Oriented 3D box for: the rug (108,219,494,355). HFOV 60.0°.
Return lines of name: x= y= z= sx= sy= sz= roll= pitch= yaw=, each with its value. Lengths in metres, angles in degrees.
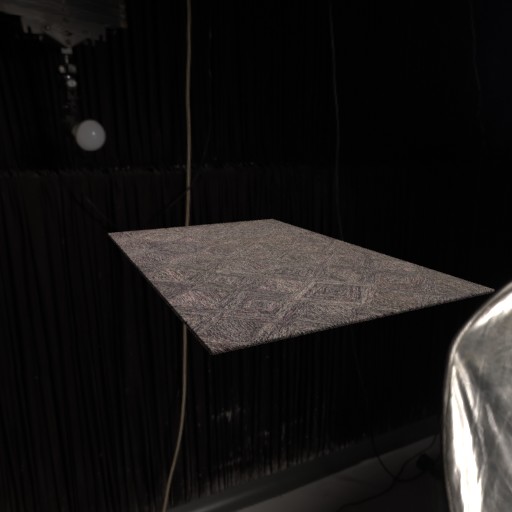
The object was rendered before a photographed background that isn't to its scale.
rug: x=0.000 y=0.000 z=2.868 sx=1.501 sy=0.017 sz=2.298 roll=-7 pitch=16 yaw=-26
